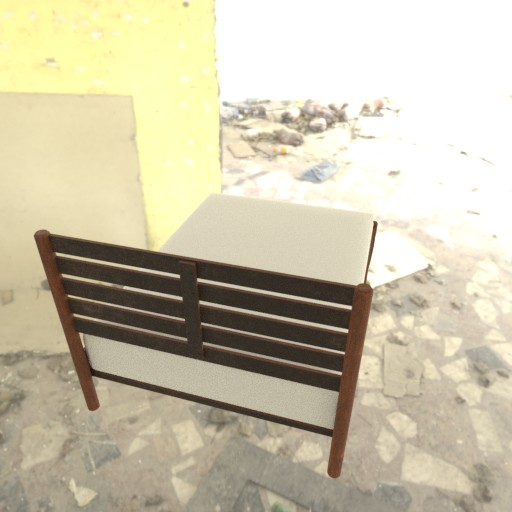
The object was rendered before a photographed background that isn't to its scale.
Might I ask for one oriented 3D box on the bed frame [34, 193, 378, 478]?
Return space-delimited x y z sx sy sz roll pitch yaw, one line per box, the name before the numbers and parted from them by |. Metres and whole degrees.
bed frame | 0.000 0.000 3.238 1.655 1.321 2.234 9 34 14
